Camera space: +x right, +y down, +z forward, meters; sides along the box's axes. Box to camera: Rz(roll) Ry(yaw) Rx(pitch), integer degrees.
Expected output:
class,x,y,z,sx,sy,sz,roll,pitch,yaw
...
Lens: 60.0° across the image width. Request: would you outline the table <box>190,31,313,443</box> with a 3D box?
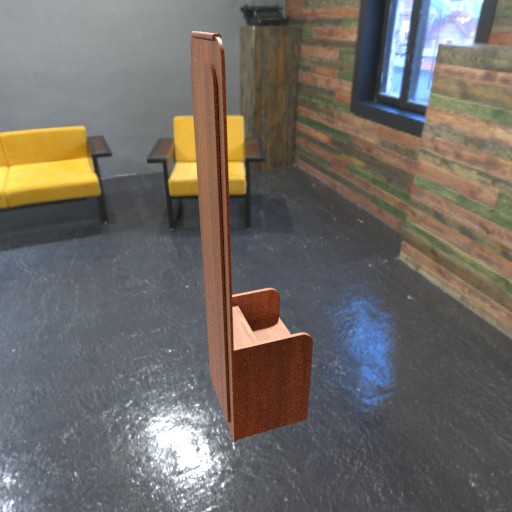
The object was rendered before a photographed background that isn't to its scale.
class,x,y,z,sx,sy,sz,roll,pitch,yaw
table,0.000,0.000,2.027,0.420,1.830,0.450,-10,30,-17
